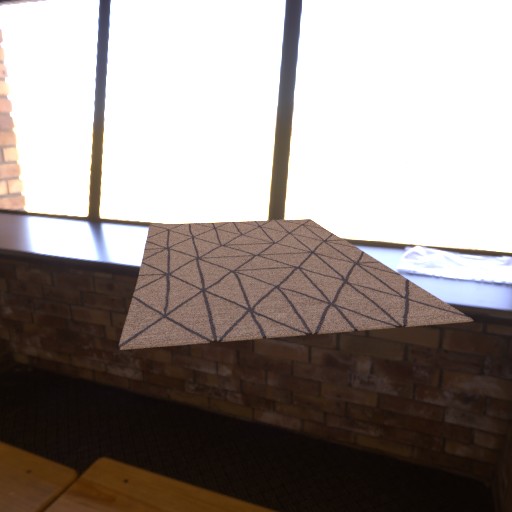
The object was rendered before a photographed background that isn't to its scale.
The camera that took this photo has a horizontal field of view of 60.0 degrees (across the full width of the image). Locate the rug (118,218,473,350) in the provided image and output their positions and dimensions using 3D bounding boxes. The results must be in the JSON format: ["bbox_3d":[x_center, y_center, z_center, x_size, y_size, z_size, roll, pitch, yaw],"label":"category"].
[{"bbox_3d":[0.000,0.000,3.009,1.526,0.008,2.465,-3,16,-10],"label":"rug"}]
